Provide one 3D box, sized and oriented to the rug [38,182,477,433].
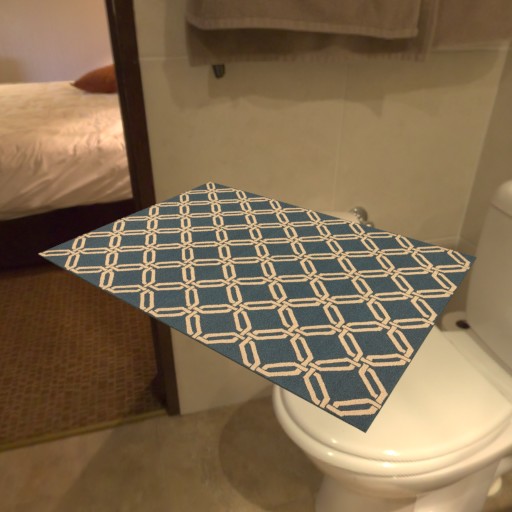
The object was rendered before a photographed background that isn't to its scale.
[{"bbox_3d":[0.000,0.000,4.172,3.342,0.018,2.432,20,36,31],"label":"rug"}]
